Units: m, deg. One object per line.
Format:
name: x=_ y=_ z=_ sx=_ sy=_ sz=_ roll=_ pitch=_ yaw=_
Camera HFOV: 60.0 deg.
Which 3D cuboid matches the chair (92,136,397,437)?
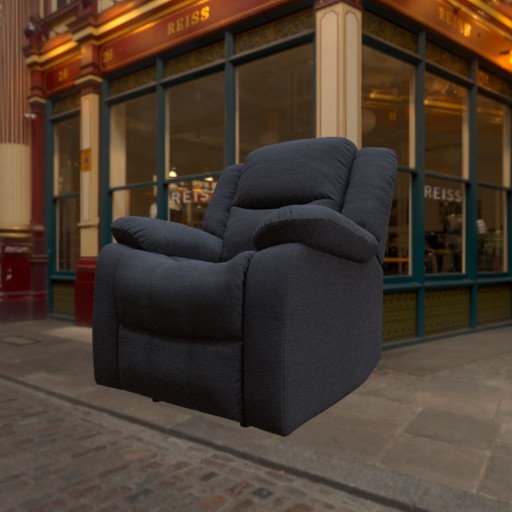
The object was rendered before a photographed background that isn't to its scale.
chair: x=0.000 y=0.000 z=1.705 sx=0.899 sy=1.008 sz=0.944 roll=1 pitch=1 yaw=35
